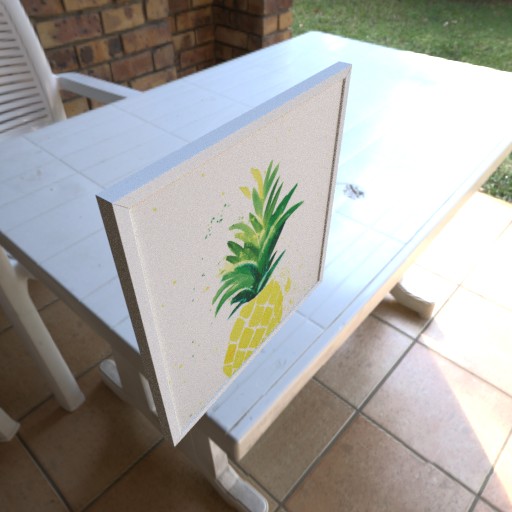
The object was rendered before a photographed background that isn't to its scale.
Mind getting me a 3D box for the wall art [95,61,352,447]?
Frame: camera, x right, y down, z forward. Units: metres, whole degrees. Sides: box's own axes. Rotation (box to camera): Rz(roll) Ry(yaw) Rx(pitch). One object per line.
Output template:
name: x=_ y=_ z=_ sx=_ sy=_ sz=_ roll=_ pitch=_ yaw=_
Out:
wall art: x=0.000 y=0.000 z=1.139 sx=0.038 sy=0.761 sz=0.763 roll=26 pitch=47 yaw=27
